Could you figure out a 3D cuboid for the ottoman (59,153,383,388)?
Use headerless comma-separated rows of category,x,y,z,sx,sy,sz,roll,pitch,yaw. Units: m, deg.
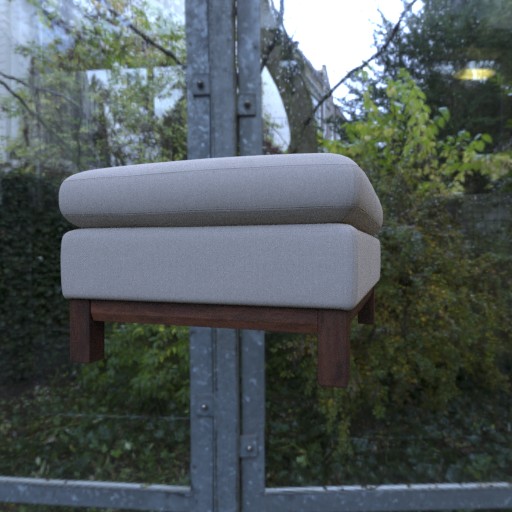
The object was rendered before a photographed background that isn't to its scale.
ottoman,0.000,0.000,1.135,0.606,0.420,0.771,0,1,18
